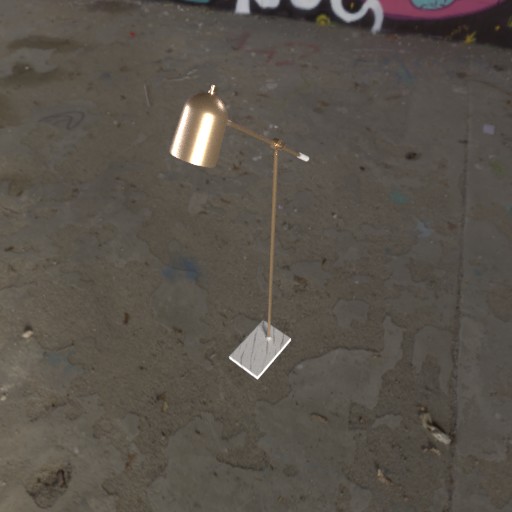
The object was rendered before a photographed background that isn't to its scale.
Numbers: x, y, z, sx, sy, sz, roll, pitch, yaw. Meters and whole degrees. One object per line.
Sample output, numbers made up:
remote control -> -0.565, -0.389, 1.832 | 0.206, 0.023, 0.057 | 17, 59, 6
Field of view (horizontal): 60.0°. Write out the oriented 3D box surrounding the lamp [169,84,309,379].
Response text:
lamp -> 0.000, 0.000, 1.799 | 0.194, 1.594, 0.653 | 31, 55, 25
